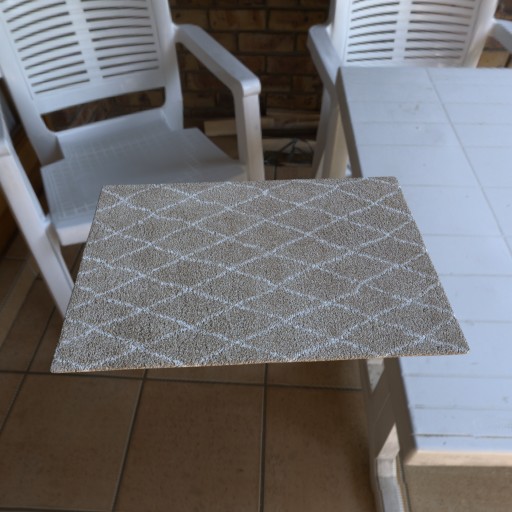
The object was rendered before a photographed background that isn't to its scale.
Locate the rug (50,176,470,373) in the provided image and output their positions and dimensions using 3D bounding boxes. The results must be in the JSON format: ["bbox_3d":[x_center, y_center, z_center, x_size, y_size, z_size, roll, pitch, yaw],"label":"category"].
[{"bbox_3d":[0.000,0.000,2.275,1.778,0.030,1.219,-2,48,-2],"label":"rug"}]
